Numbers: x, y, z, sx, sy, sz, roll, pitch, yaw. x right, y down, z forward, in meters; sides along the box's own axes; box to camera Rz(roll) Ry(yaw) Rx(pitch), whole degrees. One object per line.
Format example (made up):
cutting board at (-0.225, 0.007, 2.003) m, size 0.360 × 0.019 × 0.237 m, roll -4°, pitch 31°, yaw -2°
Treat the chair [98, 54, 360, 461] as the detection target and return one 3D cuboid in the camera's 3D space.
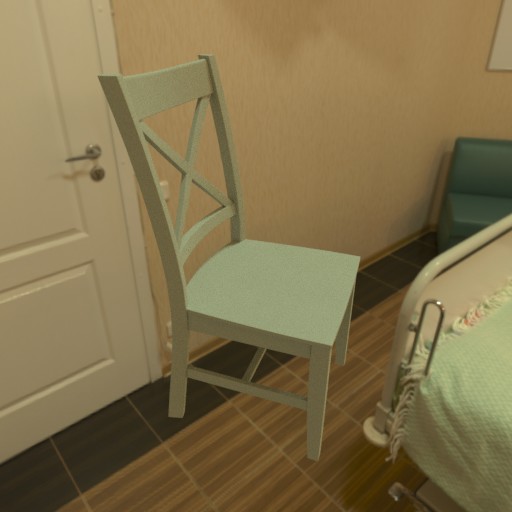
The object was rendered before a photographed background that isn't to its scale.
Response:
chair at (0.000, 0.000, 1.245) m, size 0.542 × 0.983 × 0.485 m, roll 10°, pitch 31°, yaw 17°
